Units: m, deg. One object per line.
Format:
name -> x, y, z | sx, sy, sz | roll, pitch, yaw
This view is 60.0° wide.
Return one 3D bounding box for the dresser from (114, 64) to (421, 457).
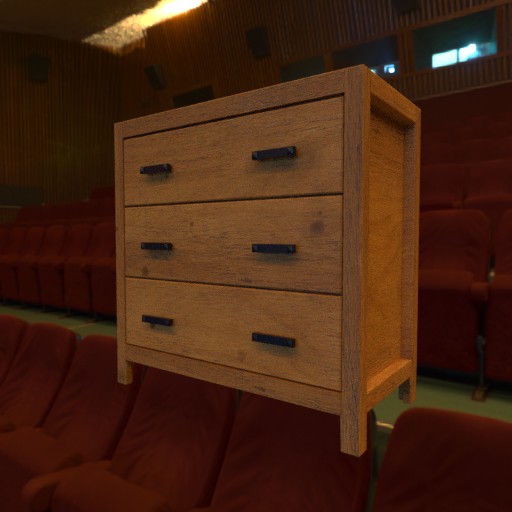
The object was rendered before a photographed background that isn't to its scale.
dresser -> 0.000, 0.000, 1.290 | 0.804, 0.804, 0.427 | 2, 3, 36
